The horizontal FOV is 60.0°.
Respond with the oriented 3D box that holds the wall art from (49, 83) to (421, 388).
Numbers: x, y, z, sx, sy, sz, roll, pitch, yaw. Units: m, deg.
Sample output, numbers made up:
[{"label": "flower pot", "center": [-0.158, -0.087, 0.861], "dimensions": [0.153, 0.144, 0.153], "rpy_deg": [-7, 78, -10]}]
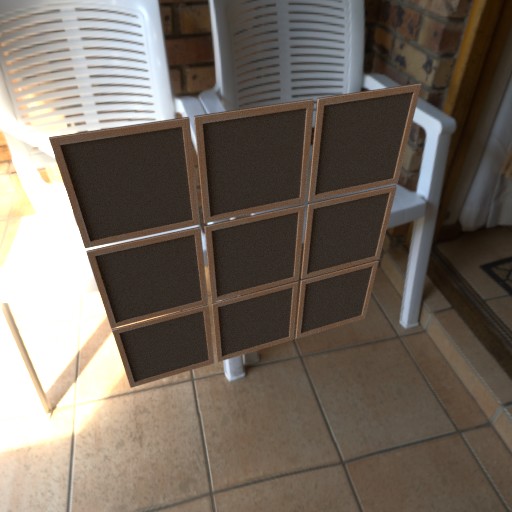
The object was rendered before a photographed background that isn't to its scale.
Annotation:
[{"label": "wall art", "center": [0.000, 0.000, 2.222], "dimensions": [1.520, 1.525, 0.013], "rpy_deg": [-13, 43, -15]}]
